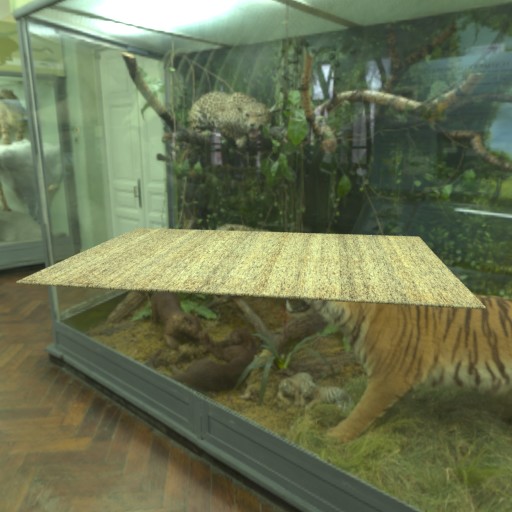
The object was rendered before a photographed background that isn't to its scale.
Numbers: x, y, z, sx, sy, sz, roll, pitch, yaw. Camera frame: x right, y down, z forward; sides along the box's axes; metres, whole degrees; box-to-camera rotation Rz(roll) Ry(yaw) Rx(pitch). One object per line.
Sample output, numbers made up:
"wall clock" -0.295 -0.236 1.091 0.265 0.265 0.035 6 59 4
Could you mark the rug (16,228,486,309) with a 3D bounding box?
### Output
"rug" 0.000 0.000 2.294 1.846 0.014 1.243 2 14 9
